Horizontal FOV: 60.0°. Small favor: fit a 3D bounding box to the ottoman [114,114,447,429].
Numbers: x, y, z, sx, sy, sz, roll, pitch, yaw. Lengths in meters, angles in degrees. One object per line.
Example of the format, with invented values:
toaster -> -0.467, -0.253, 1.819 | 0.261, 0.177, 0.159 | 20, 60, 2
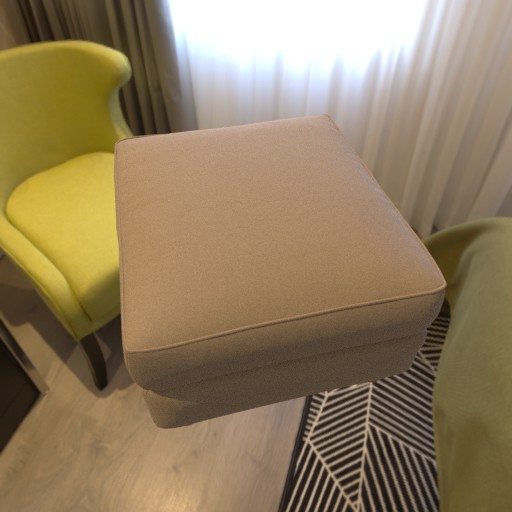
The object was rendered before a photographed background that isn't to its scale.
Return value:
ottoman -> 0.000, 0.000, 1.167 | 0.662, 0.505, 0.721 | -10, 47, -9
